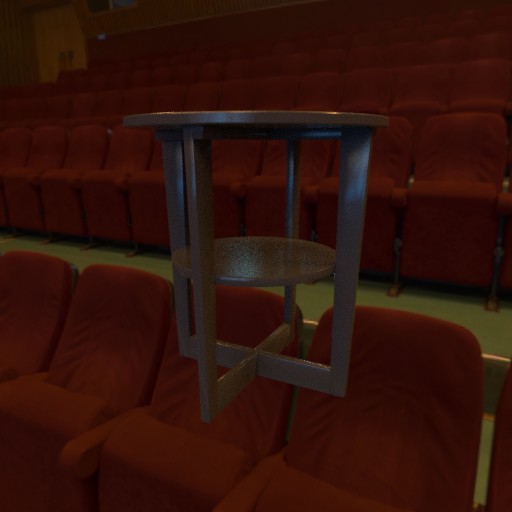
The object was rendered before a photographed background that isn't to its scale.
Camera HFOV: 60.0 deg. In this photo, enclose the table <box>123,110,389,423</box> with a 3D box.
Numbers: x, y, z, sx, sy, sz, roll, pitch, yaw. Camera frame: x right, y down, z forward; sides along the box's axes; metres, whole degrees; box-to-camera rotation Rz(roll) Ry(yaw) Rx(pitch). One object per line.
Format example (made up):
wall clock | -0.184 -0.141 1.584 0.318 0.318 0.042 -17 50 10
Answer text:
table | 0.000 0.000 0.934 0.500 0.550 0.500 0 14 0
